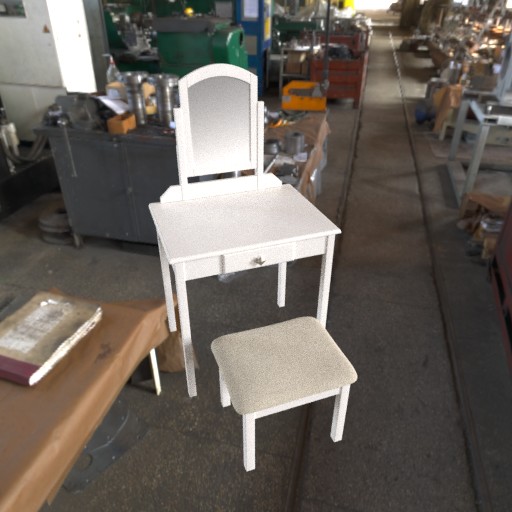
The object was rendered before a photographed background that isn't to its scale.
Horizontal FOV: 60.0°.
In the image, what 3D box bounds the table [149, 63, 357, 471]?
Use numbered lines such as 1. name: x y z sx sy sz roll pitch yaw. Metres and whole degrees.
1. table: 0.000 0.000 2.219 0.876 1.631 1.211 -11 33 -17
